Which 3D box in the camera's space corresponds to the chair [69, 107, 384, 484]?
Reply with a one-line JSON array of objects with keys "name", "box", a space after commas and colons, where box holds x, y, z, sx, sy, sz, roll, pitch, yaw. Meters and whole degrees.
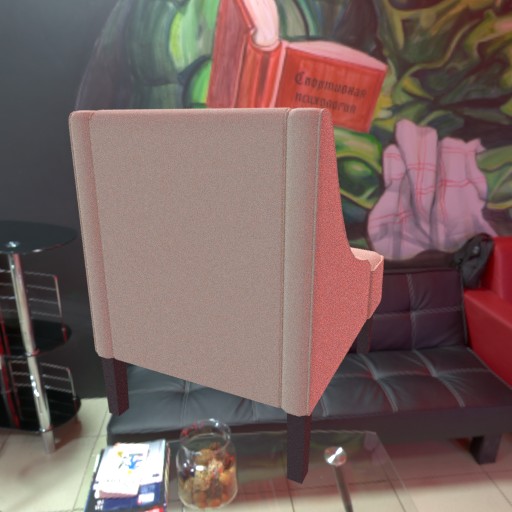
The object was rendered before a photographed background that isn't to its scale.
[{"name": "chair", "box": [0.000, 0.000, 1.430, 0.689, 0.886, 0.806, 8, 19, 25]}]
